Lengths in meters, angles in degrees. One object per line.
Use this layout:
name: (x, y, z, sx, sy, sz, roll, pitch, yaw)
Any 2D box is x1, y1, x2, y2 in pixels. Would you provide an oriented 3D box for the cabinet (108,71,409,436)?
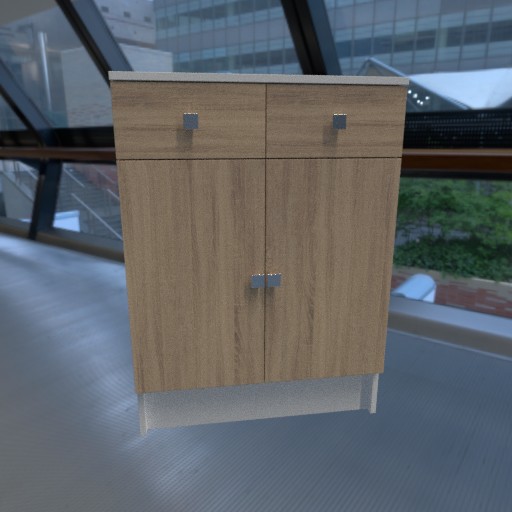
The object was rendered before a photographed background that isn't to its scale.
cabinet: (0.000, 0.000, 1.109, 0.600, 0.815, 0.296, -2, 16, -8)
